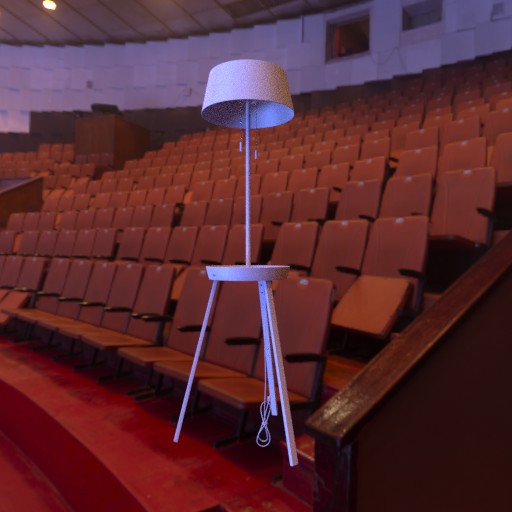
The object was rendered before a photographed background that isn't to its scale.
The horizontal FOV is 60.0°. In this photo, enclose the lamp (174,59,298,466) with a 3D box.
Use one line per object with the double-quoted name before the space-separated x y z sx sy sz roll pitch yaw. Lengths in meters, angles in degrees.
"lamp" 0.000 0.000 1.697 0.508 1.429 0.468 0 0 -36
